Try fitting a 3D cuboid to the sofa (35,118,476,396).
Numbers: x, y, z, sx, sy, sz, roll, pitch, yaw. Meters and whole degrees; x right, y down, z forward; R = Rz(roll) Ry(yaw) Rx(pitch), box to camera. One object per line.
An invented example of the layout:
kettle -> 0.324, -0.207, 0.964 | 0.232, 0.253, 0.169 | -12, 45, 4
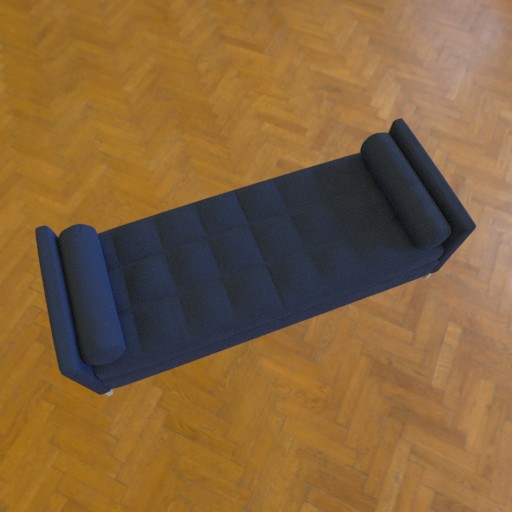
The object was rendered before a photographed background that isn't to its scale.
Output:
sofa -> 0.000, 0.000, 2.494 | 2.102, 0.657, 0.797 | -19, 65, -9
